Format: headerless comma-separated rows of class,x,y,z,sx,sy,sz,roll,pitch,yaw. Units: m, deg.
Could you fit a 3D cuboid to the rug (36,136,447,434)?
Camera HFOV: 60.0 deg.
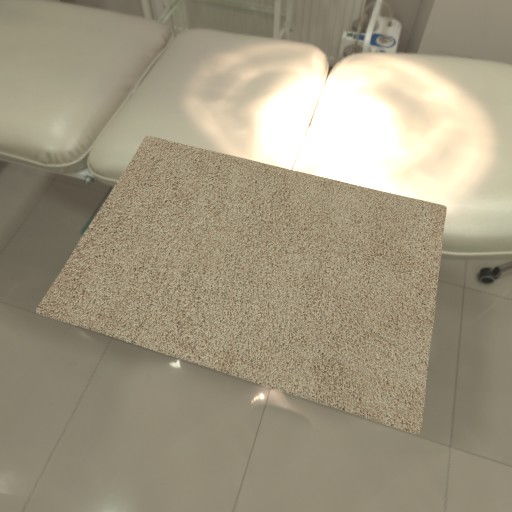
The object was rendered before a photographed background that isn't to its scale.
rug,0.000,0.000,2.233,1.778,0.030,1.219,15,60,9
